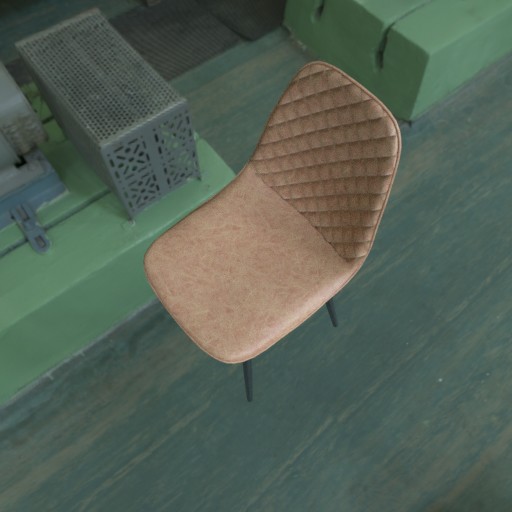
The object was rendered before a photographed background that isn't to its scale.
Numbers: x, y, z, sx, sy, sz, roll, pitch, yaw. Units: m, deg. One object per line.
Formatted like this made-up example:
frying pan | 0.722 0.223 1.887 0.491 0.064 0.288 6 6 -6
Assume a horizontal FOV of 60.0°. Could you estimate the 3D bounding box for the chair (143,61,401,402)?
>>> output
chair | 0.000 0.000 1.227 0.561 0.889 0.472 -37 69 -17
